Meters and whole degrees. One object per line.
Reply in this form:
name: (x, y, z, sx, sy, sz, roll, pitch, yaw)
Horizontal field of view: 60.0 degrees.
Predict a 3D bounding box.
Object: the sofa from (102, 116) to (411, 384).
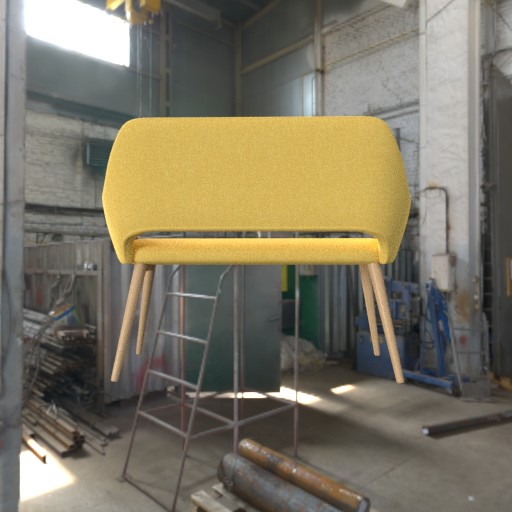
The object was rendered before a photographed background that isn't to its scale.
sofa: (0.000, 0.000, 1.630, 1.150, 0.840, 0.610, 0, -1, 1)
